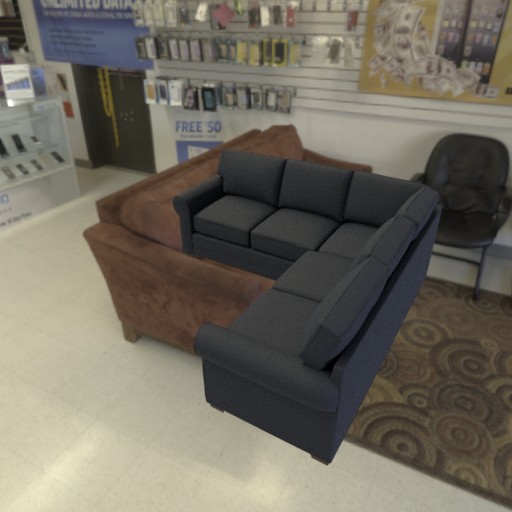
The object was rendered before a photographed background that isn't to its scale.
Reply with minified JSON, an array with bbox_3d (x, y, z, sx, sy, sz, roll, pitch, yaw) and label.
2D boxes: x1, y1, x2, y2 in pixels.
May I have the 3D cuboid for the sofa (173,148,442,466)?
[{"bbox_3d":[0.000,0.000,3.832,2.487,1.042,2.562,17,34,27],"label":"sofa"}]
